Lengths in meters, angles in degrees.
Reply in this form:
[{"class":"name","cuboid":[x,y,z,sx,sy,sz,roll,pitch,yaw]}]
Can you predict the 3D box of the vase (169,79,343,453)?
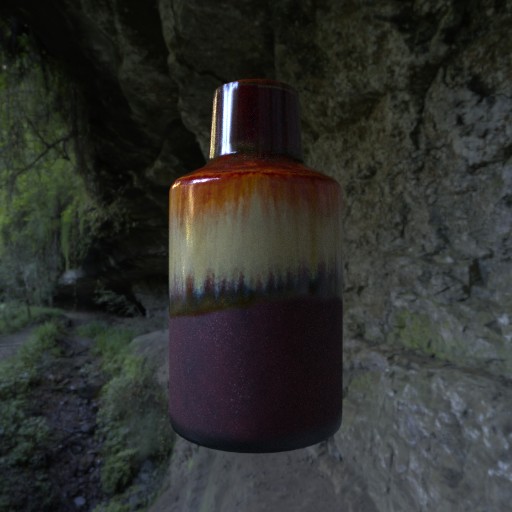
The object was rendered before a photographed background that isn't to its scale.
[{"class":"vase","cuboid":[0.000,0.000,0.280,0.108,0.204,0.108,0,0,0]}]
